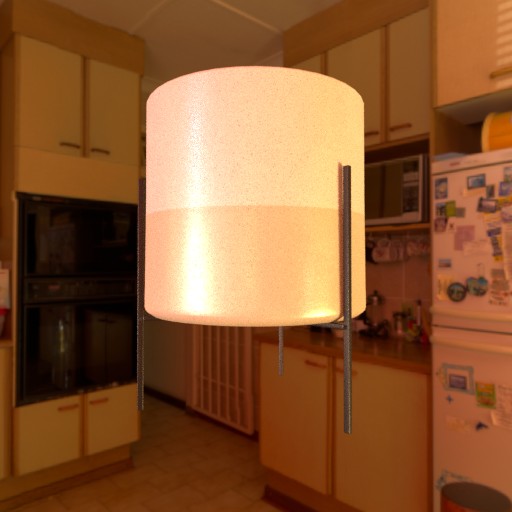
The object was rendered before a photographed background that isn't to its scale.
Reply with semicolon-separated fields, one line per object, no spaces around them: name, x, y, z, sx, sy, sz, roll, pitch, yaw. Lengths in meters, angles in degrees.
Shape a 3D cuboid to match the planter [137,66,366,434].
planter;0.000;0.000;0.746;0.359;0.484;0.368;0;-1;17
